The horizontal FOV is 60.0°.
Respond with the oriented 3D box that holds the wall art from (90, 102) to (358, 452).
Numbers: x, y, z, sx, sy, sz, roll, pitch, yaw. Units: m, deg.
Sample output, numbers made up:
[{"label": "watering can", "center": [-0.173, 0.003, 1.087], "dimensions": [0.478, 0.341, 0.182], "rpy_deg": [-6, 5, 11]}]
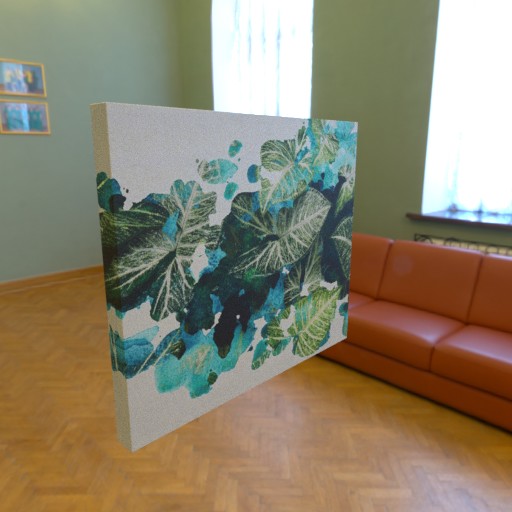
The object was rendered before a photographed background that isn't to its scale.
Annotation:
[{"label": "wall art", "center": [0.000, 0.000, 0.718], "dimensions": [0.041, 0.435, 0.507], "rpy_deg": [13, 18, 43]}]
